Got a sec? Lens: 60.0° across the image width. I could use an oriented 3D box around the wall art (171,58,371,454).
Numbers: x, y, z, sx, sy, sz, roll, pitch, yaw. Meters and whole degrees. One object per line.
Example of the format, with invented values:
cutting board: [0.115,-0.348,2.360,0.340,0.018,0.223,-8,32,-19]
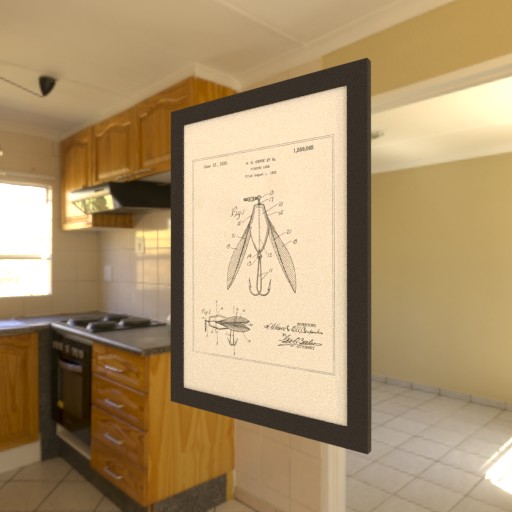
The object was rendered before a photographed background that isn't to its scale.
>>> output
wall art: [0.000,0.000,0.712,0.380,0.534,0.013,0,0,36]
